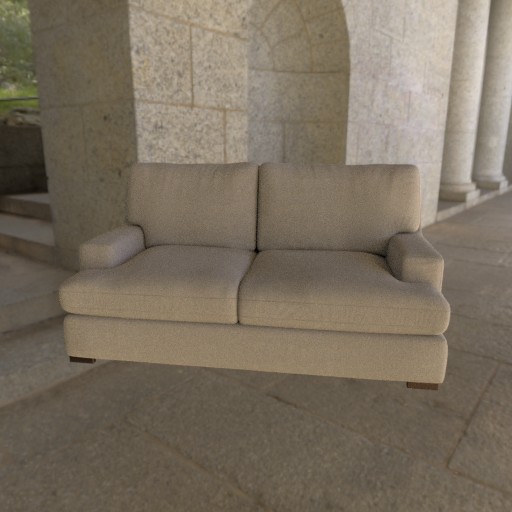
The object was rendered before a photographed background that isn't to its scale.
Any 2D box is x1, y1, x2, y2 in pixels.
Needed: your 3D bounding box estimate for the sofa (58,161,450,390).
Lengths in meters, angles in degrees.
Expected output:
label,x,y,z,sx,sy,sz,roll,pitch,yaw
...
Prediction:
label,x,y,z,sx,sy,sz,roll,pitch,yaw
sofa,0.000,0.000,2.413,1.855,0.980,0.962,2,14,8
